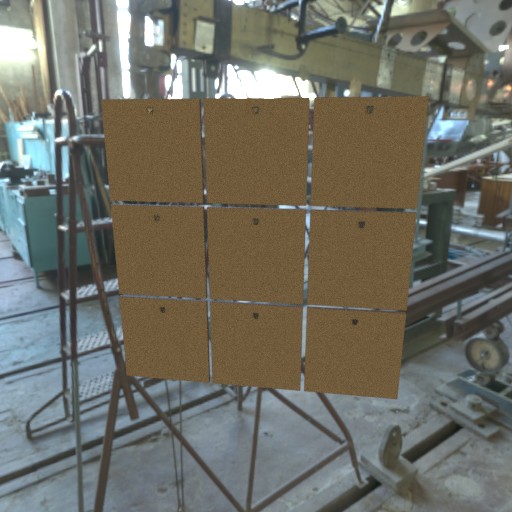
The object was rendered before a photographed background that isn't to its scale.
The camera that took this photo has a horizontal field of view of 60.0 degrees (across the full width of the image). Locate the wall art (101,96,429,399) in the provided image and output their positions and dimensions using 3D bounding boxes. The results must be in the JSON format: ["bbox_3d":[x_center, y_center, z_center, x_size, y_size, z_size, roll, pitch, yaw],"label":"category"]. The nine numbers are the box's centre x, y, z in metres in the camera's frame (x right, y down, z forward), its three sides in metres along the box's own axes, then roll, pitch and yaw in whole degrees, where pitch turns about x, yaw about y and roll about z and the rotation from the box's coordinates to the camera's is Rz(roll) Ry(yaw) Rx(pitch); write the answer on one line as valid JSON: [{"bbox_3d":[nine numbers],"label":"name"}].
[{"bbox_3d":[0.000,0.000,1.811,1.221,1.218,0.024,3,17,8],"label":"wall art"}]
